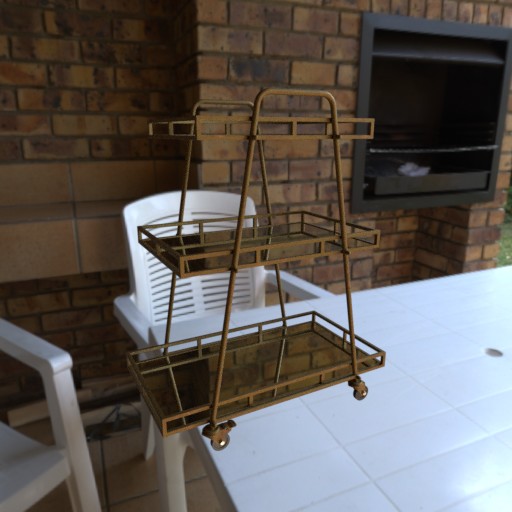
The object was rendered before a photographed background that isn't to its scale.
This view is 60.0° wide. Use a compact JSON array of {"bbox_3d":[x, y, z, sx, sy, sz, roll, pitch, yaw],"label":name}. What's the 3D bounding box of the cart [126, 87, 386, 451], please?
[{"bbox_3d":[0.000,0.000,1.291,0.711,0.883,0.441,-8,18,-27],"label":"cart"}]
